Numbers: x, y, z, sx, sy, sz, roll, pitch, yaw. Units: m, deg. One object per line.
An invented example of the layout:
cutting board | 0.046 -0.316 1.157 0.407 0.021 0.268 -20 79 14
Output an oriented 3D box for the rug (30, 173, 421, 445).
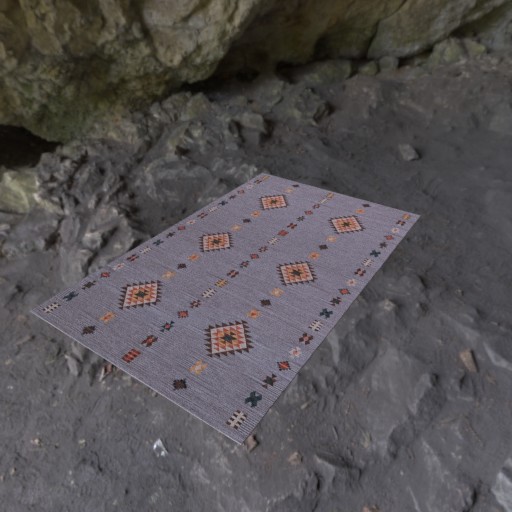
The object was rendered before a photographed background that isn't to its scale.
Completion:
rug | 0.000 0.000 3.044 1.515 0.007 2.427 21 39 28
